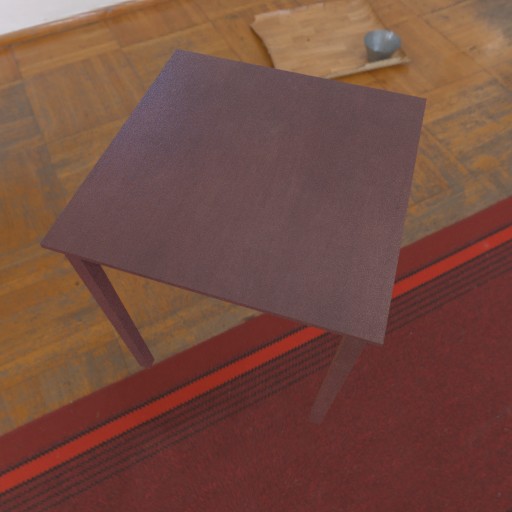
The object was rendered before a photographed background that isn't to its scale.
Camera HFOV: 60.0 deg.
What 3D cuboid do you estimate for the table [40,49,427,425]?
[{"bbox_3d":[0.000,0.000,1.676,0.861,0.991,0.861,15,59,9],"label":"table"}]
